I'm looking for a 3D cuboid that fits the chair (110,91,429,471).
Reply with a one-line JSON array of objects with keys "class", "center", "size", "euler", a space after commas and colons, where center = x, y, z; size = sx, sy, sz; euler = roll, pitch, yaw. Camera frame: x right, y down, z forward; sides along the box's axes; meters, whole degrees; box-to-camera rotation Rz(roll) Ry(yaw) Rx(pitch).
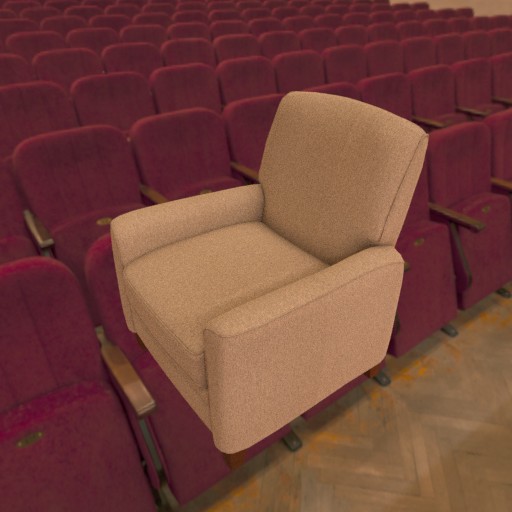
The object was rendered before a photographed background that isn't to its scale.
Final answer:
[{"class": "chair", "center": [0.000, 0.000, 1.622], "size": [0.864, 1.014, 0.848], "euler": [-21, 37, -30]}]
